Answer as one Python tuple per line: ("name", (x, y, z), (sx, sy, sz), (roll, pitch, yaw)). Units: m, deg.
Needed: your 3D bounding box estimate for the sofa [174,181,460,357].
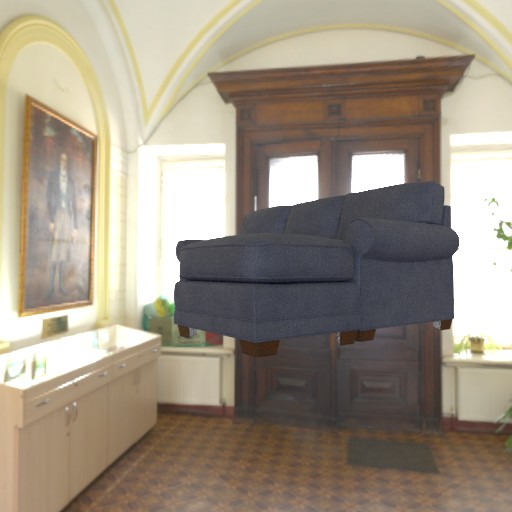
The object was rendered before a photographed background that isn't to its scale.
("sofa", (0.000, 0.000, 3.597), (1.780, 1.063, 2.567), (1, -2, -36))
